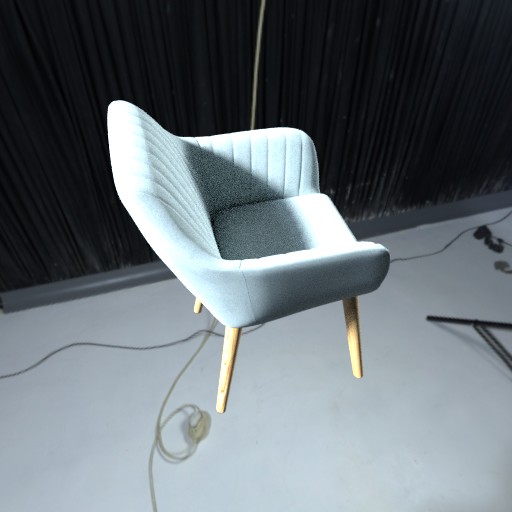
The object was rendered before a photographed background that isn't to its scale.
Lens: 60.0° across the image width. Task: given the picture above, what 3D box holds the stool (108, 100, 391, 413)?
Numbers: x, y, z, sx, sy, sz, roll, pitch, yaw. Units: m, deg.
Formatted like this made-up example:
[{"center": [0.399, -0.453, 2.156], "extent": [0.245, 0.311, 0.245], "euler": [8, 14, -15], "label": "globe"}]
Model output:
[{"center": [0.000, 0.000, 1.193], "extent": [0.590, 0.830, 0.503], "euler": [-12, 47, -11], "label": "stool"}]
